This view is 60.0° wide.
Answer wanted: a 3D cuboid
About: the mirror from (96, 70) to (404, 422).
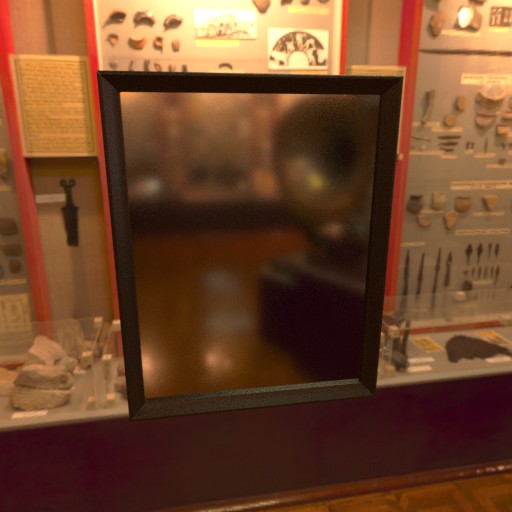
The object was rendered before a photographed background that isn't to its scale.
[{"bbox_3d":[0.000,0.000,0.669,0.406,0.509,0.041,-3,17,-9],"label":"mirror"}]
